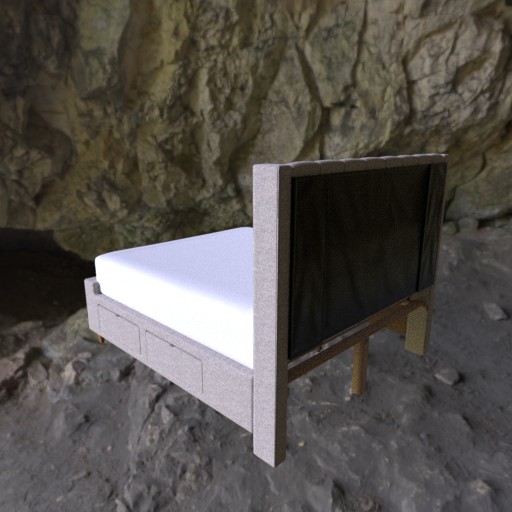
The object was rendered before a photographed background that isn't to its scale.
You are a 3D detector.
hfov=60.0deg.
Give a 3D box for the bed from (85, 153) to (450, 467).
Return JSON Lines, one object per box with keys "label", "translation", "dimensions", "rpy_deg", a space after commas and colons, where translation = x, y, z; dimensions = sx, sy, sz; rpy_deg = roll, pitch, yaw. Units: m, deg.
{"label": "bed", "translation": [0.000, 0.000, 3.843], "dimensions": [2.372, 1.748, 2.044], "rpy_deg": [14, 21, 43]}
